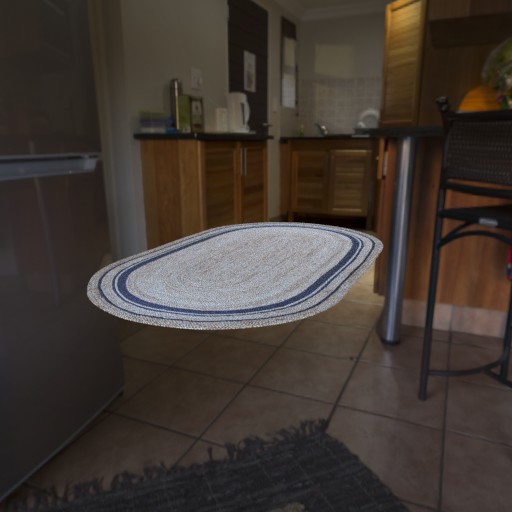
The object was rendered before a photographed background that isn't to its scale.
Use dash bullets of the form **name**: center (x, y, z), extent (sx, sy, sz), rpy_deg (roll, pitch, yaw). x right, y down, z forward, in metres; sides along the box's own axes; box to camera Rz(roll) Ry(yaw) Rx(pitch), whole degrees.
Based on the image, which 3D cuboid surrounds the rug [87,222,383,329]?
- **rug**: center (0.000, 0.000, 3.037), extent (1.520, 0.006, 2.432), rpy_deg (8, 17, 25)
